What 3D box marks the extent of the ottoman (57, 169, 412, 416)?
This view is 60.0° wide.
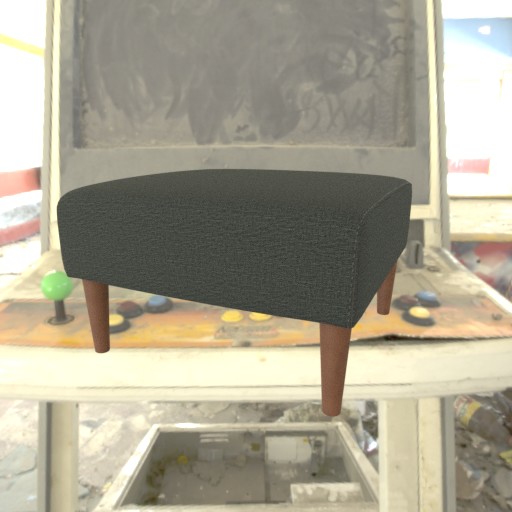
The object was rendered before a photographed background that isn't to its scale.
[{"bbox_3d":[0.000,0.000,1.097,0.650,0.398,0.649,7,17,25],"label":"ottoman"}]
